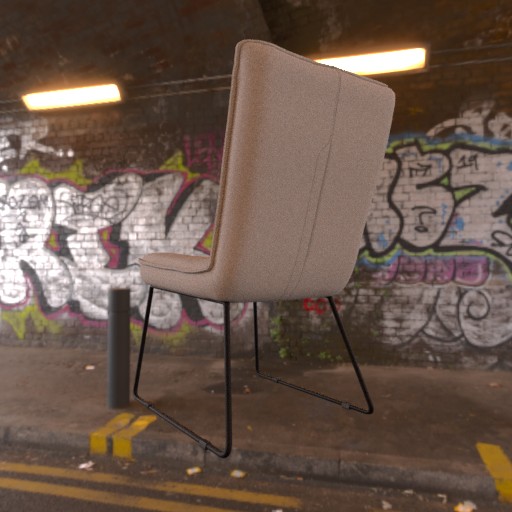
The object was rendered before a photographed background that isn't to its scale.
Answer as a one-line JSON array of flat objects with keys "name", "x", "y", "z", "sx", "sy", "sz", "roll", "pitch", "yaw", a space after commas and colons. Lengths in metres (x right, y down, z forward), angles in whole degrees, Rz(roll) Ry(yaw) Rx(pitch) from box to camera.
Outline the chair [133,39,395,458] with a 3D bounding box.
[{"name": "chair", "x": 0.000, "y": 0.000, "z": 1.328, "sx": 0.515, "sy": 0.930, "sz": 0.688, "roll": 1, "pitch": -1, "yaw": -36}]
